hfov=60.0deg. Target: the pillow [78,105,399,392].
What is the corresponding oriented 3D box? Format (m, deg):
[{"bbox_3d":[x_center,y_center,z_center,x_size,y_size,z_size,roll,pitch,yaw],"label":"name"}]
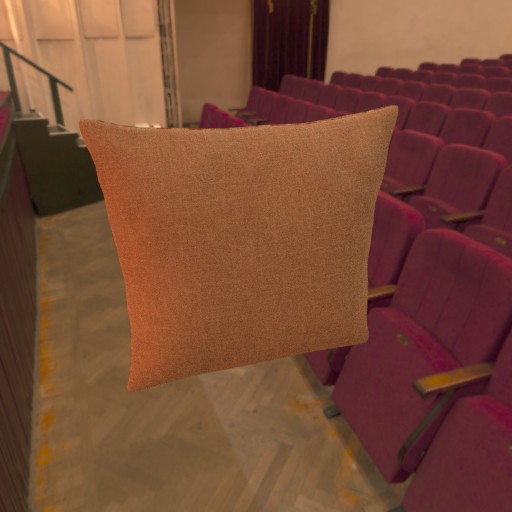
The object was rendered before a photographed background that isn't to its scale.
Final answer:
[{"bbox_3d":[0.000,0.000,0.803,0.523,0.506,0.166,-8,27,-16],"label":"pillow"}]
